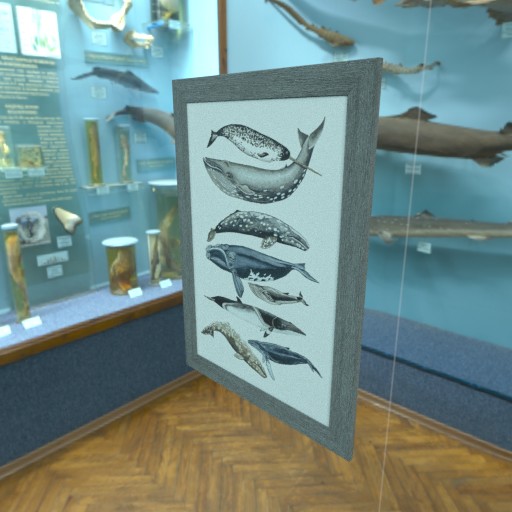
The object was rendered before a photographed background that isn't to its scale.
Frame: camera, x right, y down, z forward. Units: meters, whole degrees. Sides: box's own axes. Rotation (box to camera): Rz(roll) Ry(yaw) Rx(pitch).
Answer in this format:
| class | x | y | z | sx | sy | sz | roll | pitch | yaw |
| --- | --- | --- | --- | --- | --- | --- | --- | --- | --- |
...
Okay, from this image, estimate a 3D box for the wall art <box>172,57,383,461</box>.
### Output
| class | x | y | z | sx | sy | sz | roll | pitch | yaw |
| --- | --- | --- | --- | --- | --- | --- | --- | --- | --- |
| wall art | 0.000 | 0.000 | 1.384 | 0.768 | 1.070 | 0.020 | 16 | 23 | 42 |
